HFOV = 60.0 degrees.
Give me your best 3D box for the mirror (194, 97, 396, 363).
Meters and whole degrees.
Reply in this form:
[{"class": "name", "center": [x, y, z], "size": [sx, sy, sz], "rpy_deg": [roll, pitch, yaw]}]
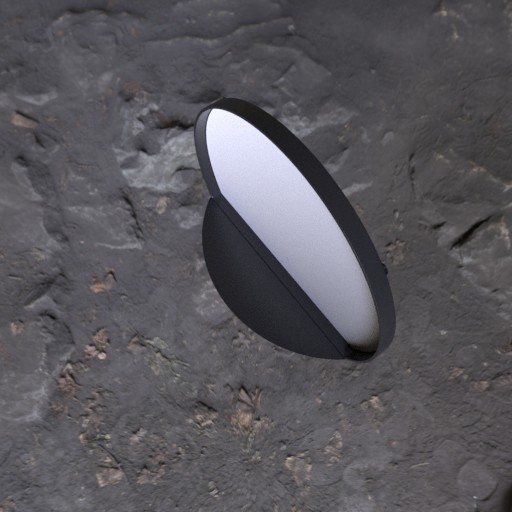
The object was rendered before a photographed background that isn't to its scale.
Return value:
[{"class": "mirror", "center": [0.000, 0.000, 0.694], "size": [0.133, 0.457, 0.457], "rpy_deg": [-34, 69, -15]}]
